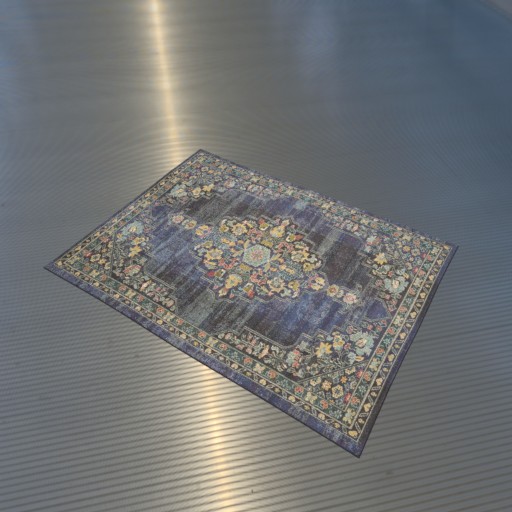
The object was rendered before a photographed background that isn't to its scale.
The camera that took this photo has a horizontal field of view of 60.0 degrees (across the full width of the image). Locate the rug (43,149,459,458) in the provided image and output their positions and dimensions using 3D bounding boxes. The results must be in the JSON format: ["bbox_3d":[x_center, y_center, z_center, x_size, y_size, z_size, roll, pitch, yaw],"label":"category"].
[{"bbox_3d":[0.000,0.000,4.799,3.612,0.035,2.716,25,51,22],"label":"rug"}]
